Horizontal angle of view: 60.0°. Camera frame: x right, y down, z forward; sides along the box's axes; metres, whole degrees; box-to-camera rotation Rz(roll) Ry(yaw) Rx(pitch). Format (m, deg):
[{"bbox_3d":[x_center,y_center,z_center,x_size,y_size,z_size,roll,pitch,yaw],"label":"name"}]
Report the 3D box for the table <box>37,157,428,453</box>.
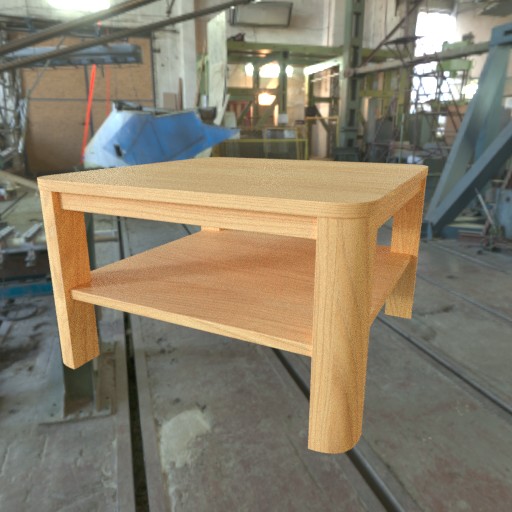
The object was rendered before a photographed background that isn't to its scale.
[{"bbox_3d":[0.000,0.000,1.183,0.750,0.450,0.750,8,18,26],"label":"table"}]
